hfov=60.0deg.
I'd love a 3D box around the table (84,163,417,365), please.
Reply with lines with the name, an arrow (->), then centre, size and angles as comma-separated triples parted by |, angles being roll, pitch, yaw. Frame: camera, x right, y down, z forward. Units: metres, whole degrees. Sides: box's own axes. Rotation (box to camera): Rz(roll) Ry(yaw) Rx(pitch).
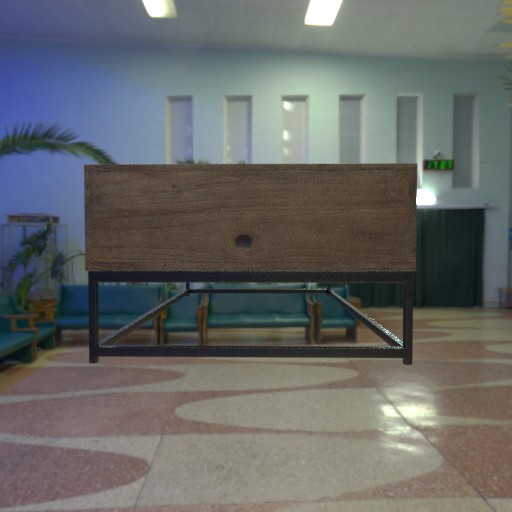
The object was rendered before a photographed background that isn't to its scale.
table -> 0.000, 0.000, 1.419 | 0.655, 0.395, 1.101 | 0, 2, 1
